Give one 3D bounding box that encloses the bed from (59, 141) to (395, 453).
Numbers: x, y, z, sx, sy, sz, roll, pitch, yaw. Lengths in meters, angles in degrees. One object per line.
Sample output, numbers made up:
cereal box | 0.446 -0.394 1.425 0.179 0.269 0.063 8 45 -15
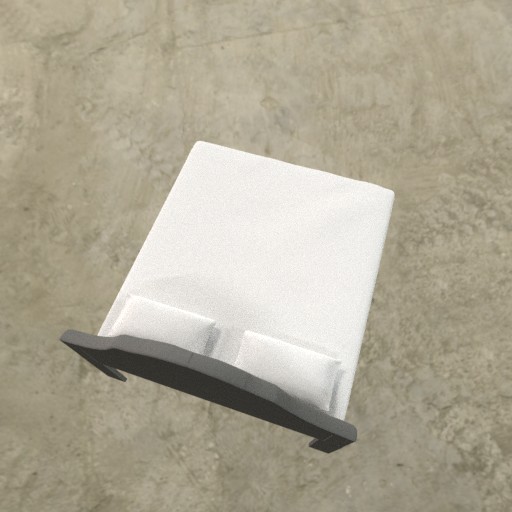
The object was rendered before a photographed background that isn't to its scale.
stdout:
bed | 0.000 0.000 3.434 2.008 1.615 2.214 16 64 8
